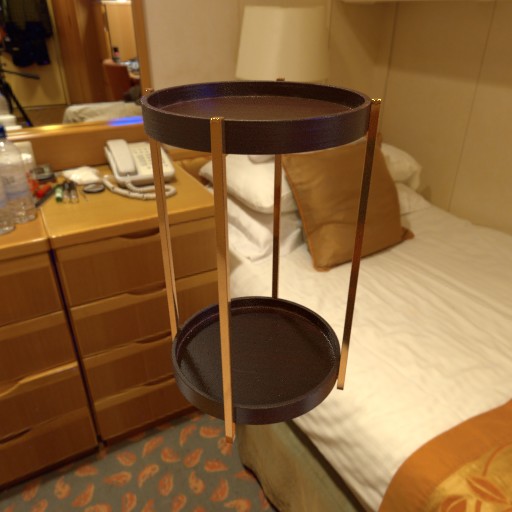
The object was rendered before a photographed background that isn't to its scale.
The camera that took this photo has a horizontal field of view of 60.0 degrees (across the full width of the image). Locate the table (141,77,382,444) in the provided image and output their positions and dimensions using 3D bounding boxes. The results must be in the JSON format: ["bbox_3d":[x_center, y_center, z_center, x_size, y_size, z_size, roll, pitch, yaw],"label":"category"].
[{"bbox_3d":[0.000,0.000,0.874,0.400,0.610,0.400,7,30,13],"label":"table"}]
